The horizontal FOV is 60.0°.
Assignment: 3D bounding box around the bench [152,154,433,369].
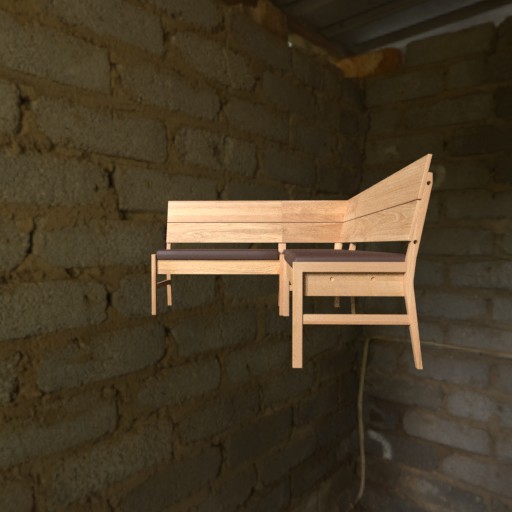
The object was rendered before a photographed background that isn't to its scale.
[{"bbox_3d":[0.000,0.000,2.828,1.549,0.890,1.975,0,1,1],"label":"bench"}]
